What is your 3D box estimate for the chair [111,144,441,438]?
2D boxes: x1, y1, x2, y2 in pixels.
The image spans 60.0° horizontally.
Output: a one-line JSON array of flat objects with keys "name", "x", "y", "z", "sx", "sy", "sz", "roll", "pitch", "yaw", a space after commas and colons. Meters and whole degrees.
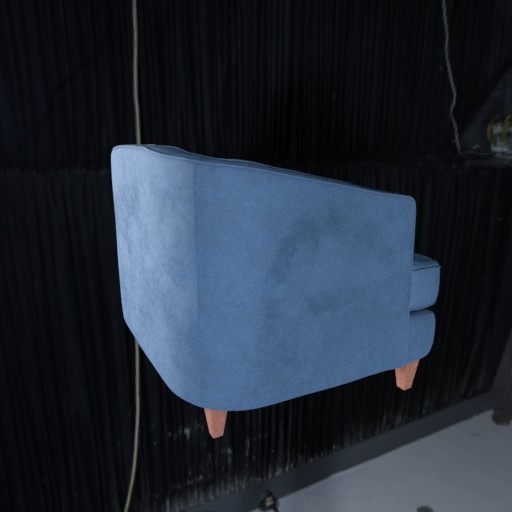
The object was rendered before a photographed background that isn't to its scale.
[{"name": "chair", "x": 0.000, "y": 0.000, "z": 1.735, "sx": 0.940, "sy": 0.852, "sz": 1.094, "roll": -8, "pitch": 17, "yaw": -28}]
